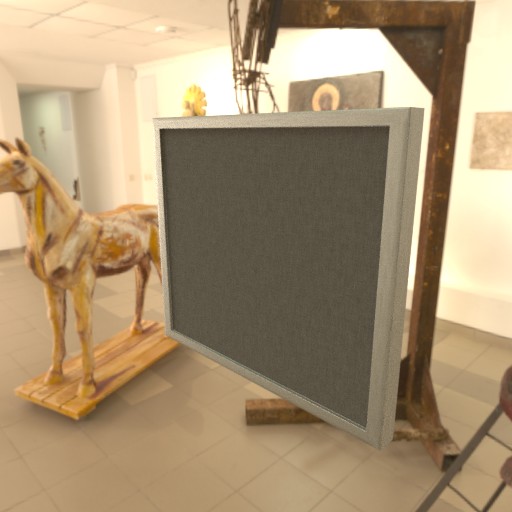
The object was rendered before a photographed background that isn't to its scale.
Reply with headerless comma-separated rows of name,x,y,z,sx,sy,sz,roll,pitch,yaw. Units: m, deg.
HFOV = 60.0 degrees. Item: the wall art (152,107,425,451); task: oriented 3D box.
wall art,0.000,0.000,0.542,0.380,0.330,0.028,15,21,43
